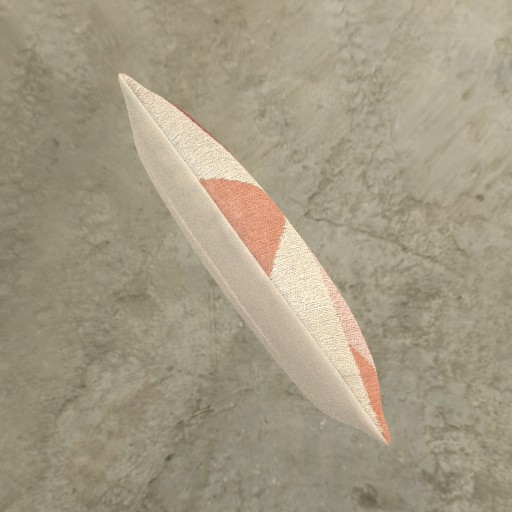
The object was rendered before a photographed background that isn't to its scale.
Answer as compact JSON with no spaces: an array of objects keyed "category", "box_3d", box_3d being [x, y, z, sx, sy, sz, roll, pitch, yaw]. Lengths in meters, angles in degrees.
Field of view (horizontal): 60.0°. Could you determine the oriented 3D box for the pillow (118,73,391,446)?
[{"category":"pillow","box_3d":[0.000,0.000,0.712,0.155,0.292,0.609,-35,79,-8]}]
